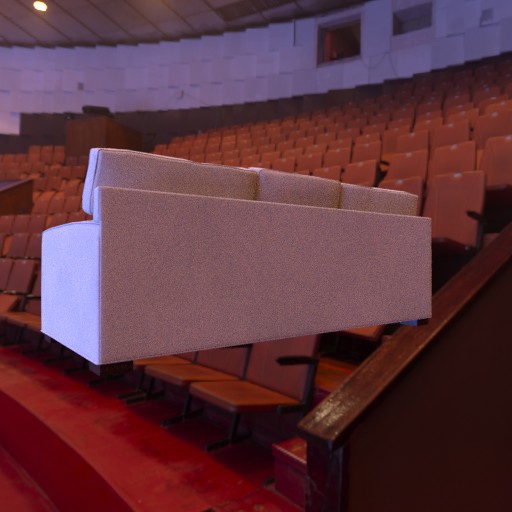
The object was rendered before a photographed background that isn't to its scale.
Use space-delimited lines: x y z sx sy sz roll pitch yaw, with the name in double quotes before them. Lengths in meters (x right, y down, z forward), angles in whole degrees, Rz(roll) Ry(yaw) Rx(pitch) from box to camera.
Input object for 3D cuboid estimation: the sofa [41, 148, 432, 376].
"sofa" 0.000 0.000 2.543 2.088 0.862 0.935 0 0 -37
